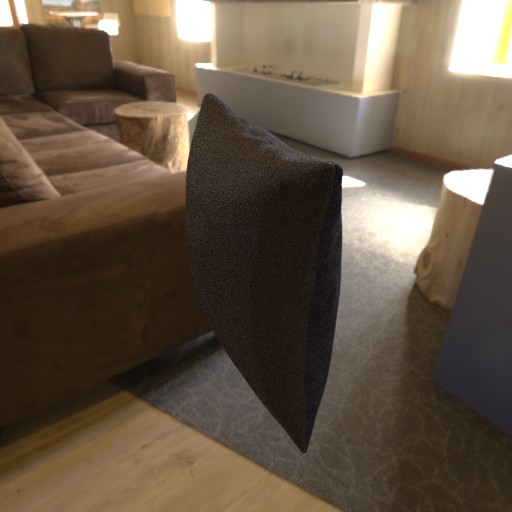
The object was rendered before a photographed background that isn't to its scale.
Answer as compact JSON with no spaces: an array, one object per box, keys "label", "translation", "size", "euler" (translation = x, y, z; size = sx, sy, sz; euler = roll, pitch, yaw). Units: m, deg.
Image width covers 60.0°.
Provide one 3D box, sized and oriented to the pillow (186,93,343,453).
[{"label":"pillow","translation":[0.000,0.000,0.714],"size":[0.204,0.439,0.452],"euler":[-11,31,-18]}]
